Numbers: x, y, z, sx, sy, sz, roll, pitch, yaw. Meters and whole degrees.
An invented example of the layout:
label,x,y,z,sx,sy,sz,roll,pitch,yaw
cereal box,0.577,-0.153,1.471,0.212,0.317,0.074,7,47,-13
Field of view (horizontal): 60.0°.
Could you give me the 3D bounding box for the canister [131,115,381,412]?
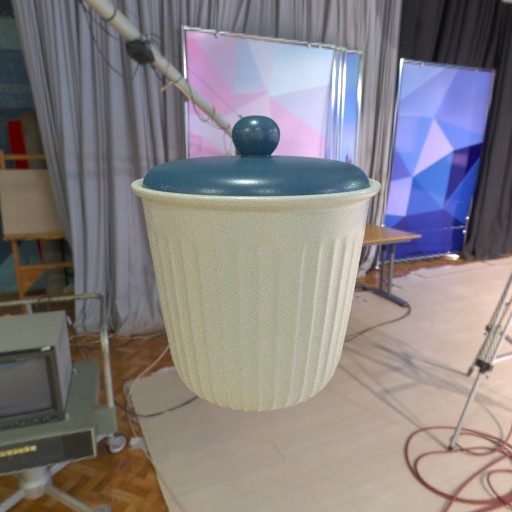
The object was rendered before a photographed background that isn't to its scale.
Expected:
label,x,y,z,sx,sy,sz,roll,pitch,yaw
canister,0.000,0.000,0.348,0.181,0.211,0.181,0,16,0
